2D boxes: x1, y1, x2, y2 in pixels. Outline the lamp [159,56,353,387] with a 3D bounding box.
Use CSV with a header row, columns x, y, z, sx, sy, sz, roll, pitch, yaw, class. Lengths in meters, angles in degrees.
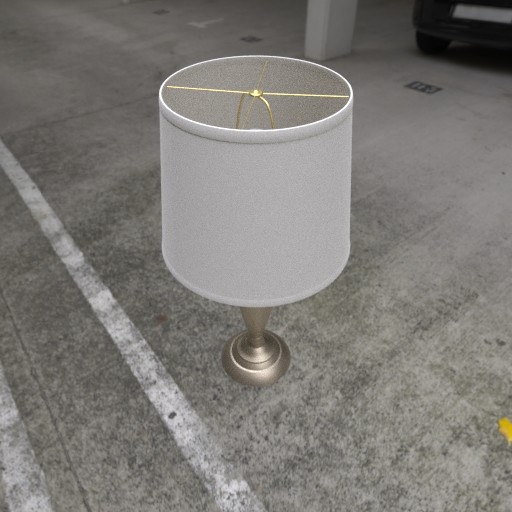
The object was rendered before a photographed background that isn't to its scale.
x,y,z,sx,sy,sz,roll,pitch,yaw,class
0.000,0.000,0.812,0.328,0.619,0.328,0,42,0,lamp
